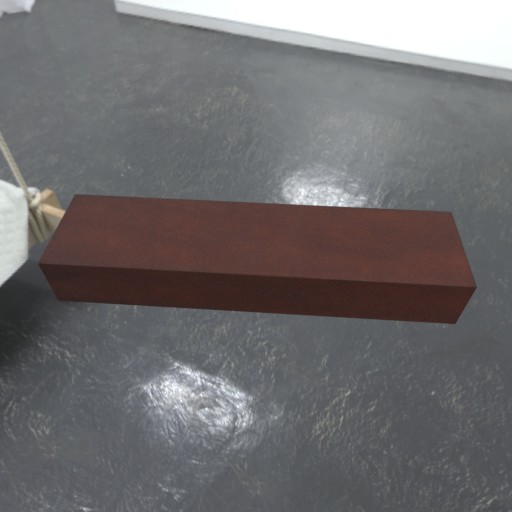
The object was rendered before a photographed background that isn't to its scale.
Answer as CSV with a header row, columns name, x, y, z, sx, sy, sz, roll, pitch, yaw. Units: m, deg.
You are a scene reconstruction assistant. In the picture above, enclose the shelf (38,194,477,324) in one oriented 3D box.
name,x,y,z,sx,sy,sz,roll,pitch,yaw
shelf,0.000,0.000,0.694,0.607,0.088,0.152,3,48,3
